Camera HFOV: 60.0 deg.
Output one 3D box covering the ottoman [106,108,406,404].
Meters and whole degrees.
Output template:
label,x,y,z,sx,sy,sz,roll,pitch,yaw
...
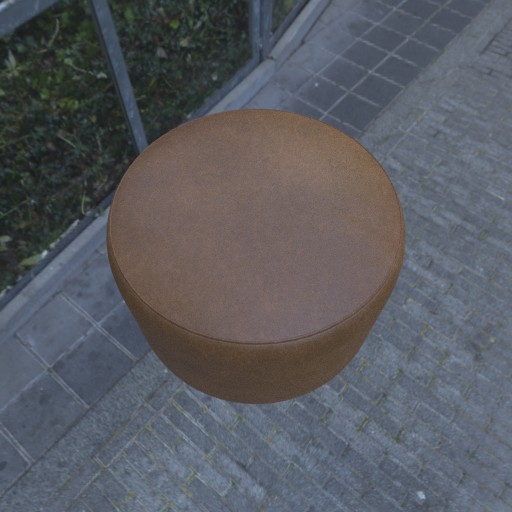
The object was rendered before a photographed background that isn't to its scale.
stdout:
label,x,y,z,sx,sy,sz,roll,pitch,yaw
ottoman,0.000,0.000,1.031,0.607,0.438,0.607,0,58,0
